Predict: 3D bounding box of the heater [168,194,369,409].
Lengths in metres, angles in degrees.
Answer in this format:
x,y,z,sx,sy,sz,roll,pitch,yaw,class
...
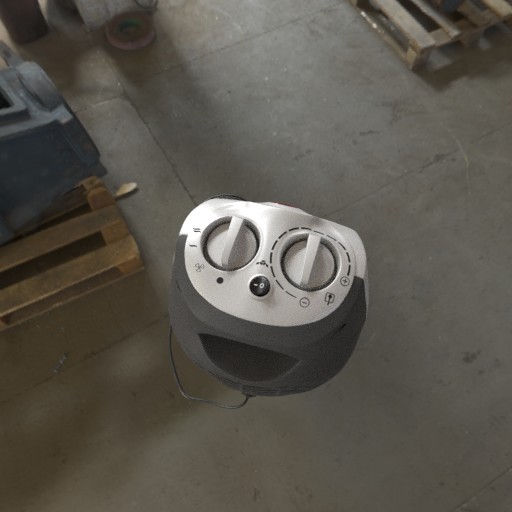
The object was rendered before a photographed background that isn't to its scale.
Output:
x,y,z,sx,sy,sz,roll,pitch,yaw,class
0.000,0.000,0.471,0.239,0.255,0.291,14,65,6,heater
